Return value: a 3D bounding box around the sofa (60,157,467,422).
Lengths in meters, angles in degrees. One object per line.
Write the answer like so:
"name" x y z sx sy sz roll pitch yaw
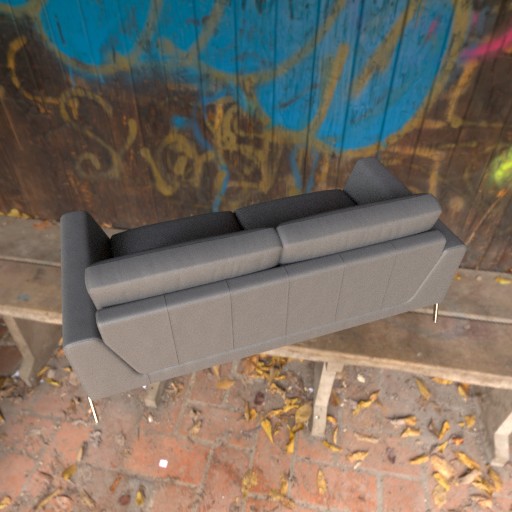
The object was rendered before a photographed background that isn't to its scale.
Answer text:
"sofa" 0.000 0.000 2.492 2.017 0.875 0.953 -13 44 -13
